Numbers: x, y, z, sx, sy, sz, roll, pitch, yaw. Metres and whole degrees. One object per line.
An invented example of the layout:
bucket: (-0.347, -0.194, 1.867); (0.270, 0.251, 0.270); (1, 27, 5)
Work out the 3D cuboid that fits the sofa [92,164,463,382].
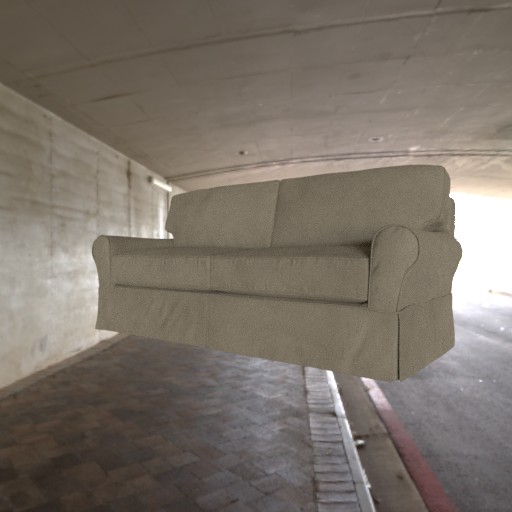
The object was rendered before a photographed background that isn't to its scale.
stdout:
sofa: (0.000, 0.000, 2.736); (2.246, 1.014, 0.900); (0, 1, 37)
